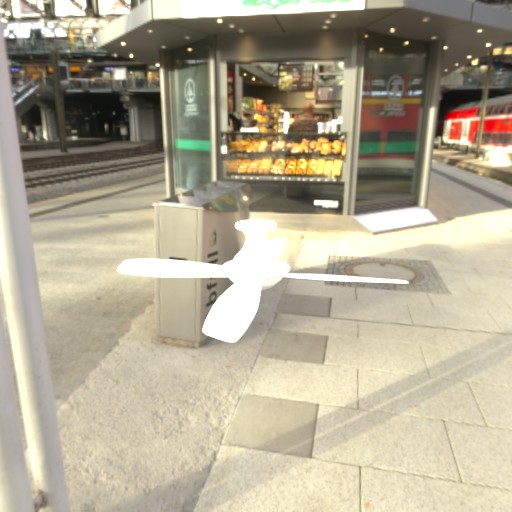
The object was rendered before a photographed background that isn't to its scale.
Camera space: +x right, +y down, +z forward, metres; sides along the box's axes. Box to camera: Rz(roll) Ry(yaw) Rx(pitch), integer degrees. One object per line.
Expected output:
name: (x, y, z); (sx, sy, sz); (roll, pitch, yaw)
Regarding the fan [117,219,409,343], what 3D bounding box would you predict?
fan: (0.000, 0.000, 2.547); (1.693, 0.382, 1.694); (3, 16, 10)
